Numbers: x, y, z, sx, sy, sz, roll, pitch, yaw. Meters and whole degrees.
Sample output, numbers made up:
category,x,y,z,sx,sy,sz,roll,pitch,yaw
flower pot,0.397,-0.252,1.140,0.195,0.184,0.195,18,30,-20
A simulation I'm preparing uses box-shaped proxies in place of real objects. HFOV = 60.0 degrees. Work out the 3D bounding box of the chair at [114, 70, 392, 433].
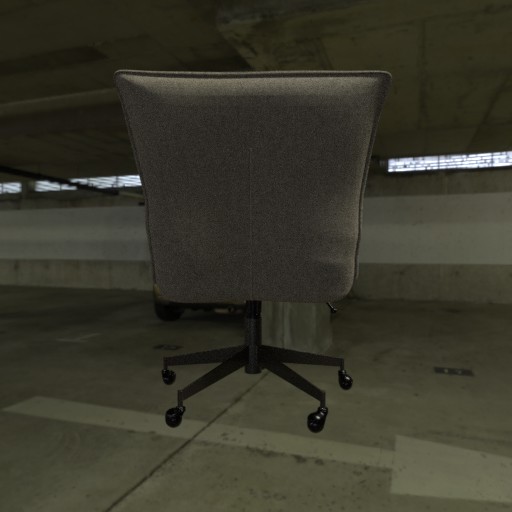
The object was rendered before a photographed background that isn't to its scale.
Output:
category,x,y,z,sx,sy,sz,roll,pitch,yaw
chair,0.000,0.000,1.281,0.597,0.811,0.696,0,1,2
